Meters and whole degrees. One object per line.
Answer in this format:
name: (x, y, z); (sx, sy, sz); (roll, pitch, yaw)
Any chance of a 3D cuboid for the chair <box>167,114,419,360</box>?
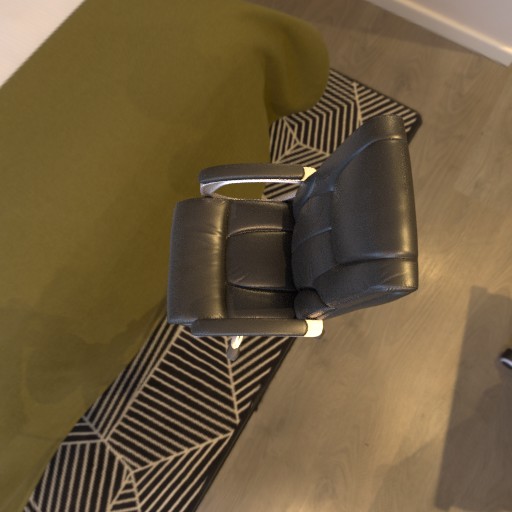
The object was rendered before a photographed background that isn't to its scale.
chair: (0.000, 0.000, 1.614); (0.780, 1.145, 0.700); (1, 74, 0)
